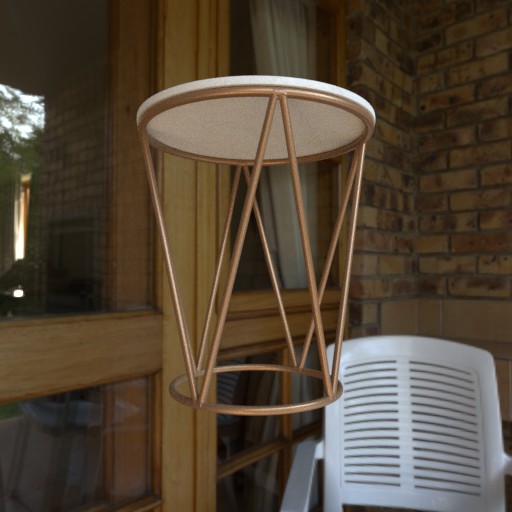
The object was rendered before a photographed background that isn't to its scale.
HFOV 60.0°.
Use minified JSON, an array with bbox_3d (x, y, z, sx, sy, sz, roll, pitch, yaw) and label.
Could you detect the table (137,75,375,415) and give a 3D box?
[{"bbox_3d":[0.000,0.000,0.952,0.500,0.564,0.500,0,-2,0],"label":"table"}]
